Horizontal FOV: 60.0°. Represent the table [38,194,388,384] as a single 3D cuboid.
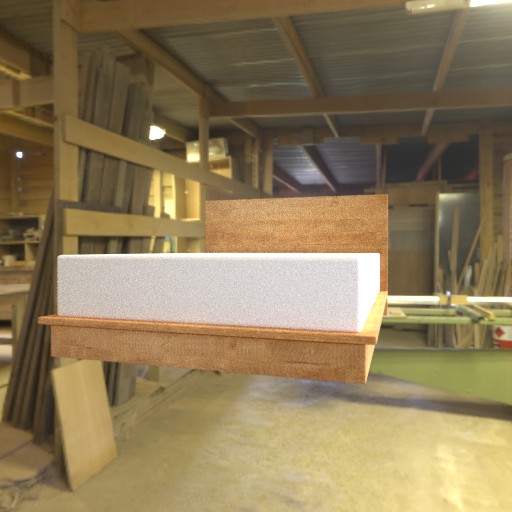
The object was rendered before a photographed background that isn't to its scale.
[{"bbox_3d":[0.000,0.000,3.071,1.707,1.041,2.149,0,1,18],"label":"table"}]
